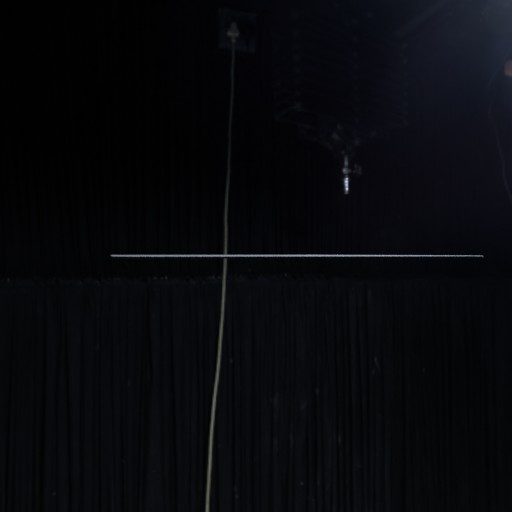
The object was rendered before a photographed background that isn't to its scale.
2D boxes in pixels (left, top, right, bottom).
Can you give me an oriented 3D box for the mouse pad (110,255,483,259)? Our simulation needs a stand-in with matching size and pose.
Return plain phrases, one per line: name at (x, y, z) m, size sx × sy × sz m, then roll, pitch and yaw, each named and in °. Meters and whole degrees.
mouse pad at (0.000, 0.000, 0.631) m, size 0.393 × 0.002 × 0.451 m, roll 0°, pitch 0°, yaw -18°
